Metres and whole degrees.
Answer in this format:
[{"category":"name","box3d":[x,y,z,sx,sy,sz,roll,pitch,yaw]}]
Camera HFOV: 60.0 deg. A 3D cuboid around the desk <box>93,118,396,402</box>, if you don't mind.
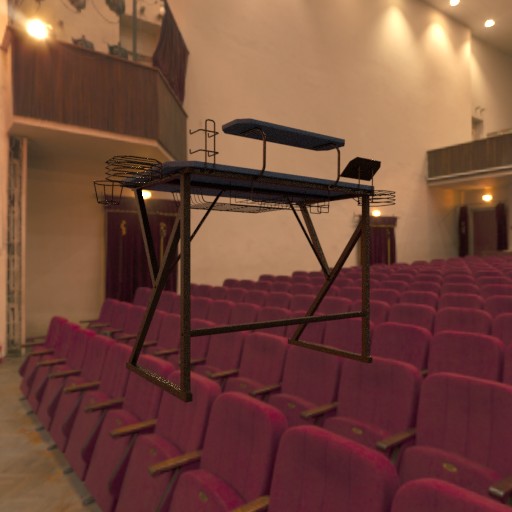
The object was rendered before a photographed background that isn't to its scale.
[{"category":"desk","box3d":[0.000,0.000,1.820,1.295,0.909,0.594,0,0,-36]}]
